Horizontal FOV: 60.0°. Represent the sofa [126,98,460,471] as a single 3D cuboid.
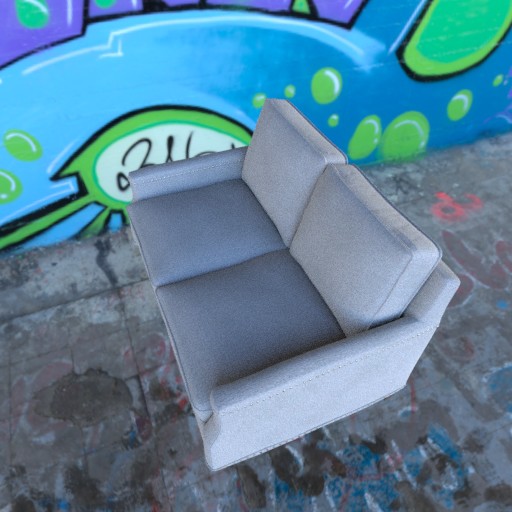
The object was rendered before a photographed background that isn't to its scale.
[{"bbox_3d":[0.000,0.000,2.264,1.084,1.003,1.597,-16,47,-16],"label":"sofa"}]
